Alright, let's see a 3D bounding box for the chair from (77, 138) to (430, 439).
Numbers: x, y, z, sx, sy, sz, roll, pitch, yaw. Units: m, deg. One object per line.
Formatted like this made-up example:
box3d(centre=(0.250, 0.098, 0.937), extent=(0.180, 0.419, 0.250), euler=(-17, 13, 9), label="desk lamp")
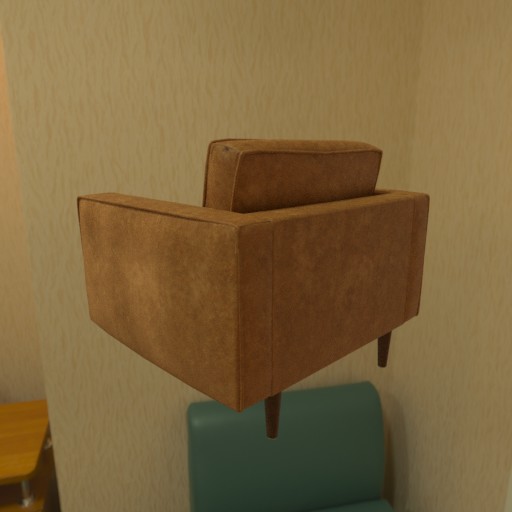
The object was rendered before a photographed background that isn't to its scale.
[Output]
box3d(centre=(0.000, 0.000, 1.512), extent=(0.928, 0.767, 0.798), euler=(-13, 19, -42), label="chair")
